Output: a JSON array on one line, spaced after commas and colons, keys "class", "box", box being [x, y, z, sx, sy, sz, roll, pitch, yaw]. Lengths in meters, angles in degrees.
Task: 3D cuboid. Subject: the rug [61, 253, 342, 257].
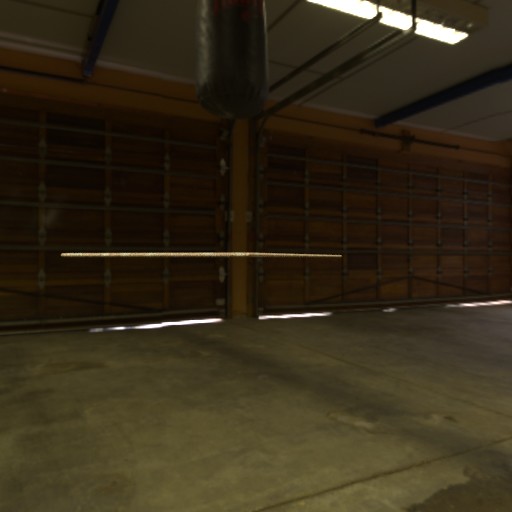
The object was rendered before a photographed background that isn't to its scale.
[{"class": "rug", "box": [0.000, 0.000, 2.523, 0.691, 0.013, 2.289, 0, 0, 18]}]
